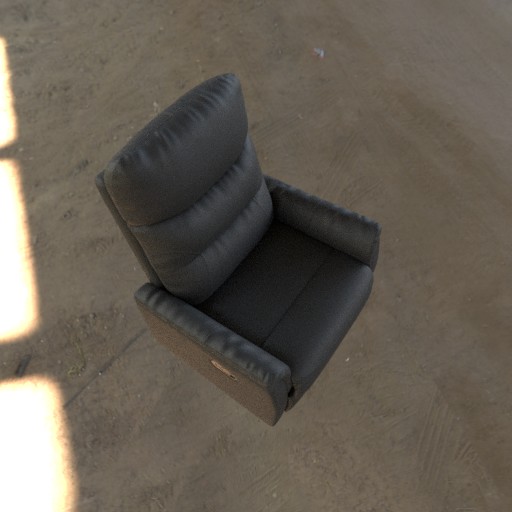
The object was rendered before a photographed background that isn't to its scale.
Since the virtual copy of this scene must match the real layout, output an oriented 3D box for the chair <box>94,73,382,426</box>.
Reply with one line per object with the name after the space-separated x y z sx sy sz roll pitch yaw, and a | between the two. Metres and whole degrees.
0.000 0.000 1.658 0.831 1.082 0.775 32 63 18 | chair
